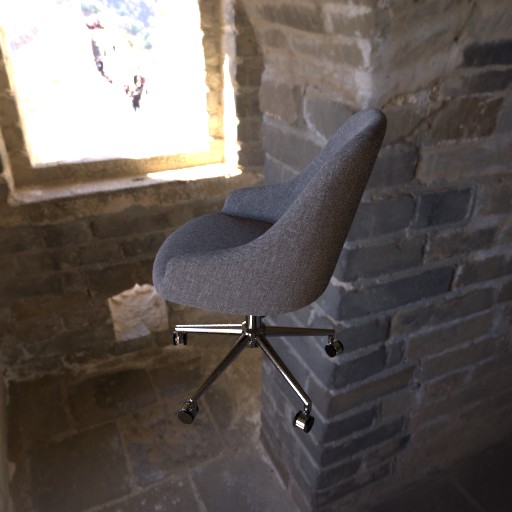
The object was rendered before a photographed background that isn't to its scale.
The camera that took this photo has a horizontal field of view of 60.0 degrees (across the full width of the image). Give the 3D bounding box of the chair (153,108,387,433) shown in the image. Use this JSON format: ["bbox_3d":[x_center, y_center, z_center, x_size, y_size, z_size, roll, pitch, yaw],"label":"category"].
[{"bbox_3d":[0.000,0.000,1.468,0.712,0.950,0.671,8,31,14],"label":"chair"}]
